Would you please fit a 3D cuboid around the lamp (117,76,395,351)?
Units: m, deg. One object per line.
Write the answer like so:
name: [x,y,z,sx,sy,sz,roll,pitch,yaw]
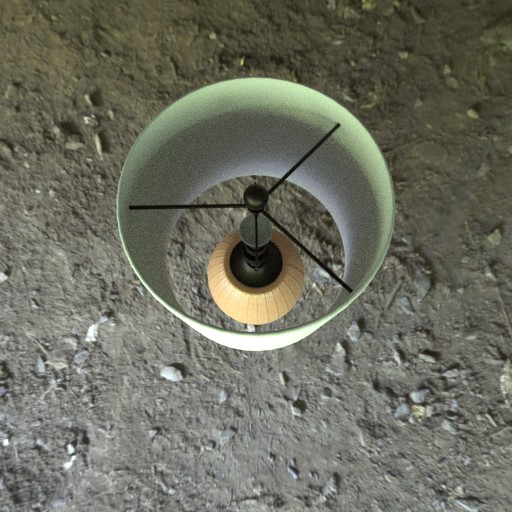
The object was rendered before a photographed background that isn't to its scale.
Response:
lamp: [0.000,0.000,0.784,0.329,0.570,0.329,0,75,0]
